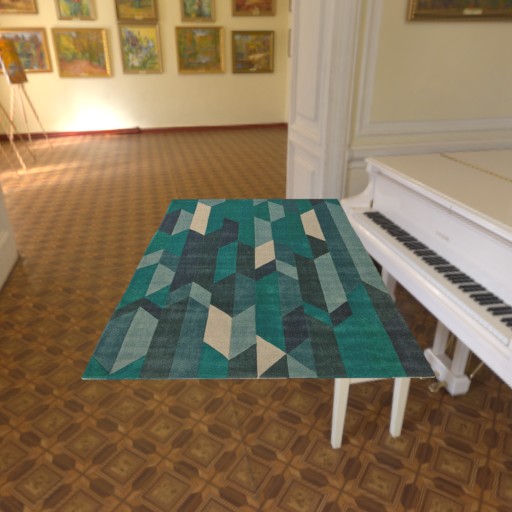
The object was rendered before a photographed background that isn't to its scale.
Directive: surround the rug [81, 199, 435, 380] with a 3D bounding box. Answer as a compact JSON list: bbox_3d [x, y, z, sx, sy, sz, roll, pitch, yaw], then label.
[{"bbox_3d":[0.000,0.000,2.983,1.528,0.005,2.420,0,26,0],"label":"rug"}]
